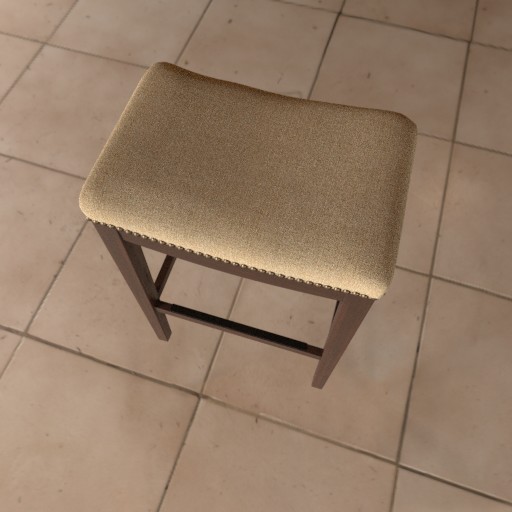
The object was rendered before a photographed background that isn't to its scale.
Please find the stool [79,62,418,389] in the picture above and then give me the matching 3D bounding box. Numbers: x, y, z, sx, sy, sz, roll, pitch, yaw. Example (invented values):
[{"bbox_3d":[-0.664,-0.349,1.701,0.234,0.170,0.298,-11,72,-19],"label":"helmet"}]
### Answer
[{"bbox_3d":[0.000,0.000,1.047,0.509,0.768,0.363,15,65,7],"label":"stool"}]
